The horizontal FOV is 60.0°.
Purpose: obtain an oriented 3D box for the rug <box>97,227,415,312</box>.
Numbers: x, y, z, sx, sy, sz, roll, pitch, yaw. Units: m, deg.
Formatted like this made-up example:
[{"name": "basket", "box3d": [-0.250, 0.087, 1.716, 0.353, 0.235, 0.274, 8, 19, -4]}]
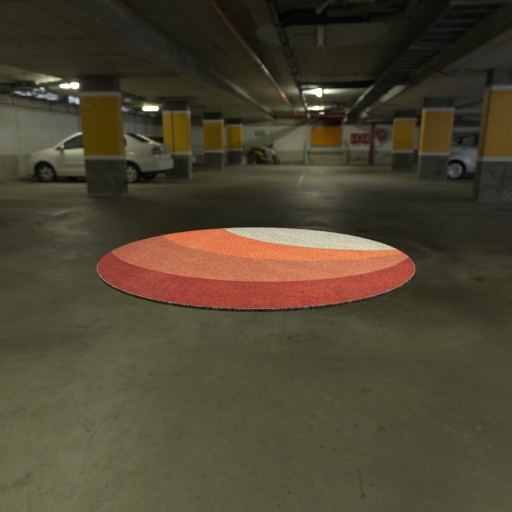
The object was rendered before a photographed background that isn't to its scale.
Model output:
[{"name": "rug", "box3d": [0.000, 0.000, 2.228, 1.514, 0.015, 1.514, 0, 14, 0]}]
